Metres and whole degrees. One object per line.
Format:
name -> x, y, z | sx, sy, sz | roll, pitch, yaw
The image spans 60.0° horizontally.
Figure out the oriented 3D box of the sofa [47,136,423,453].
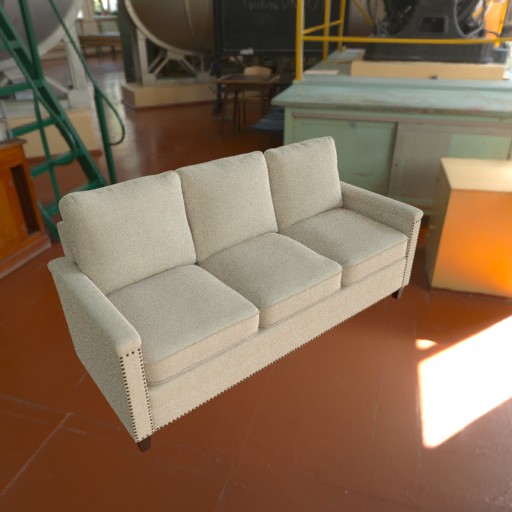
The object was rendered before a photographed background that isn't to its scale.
sofa -> 0.000, 0.000, 2.418 | 1.925, 0.961, 0.828 | -22, 36, -33
